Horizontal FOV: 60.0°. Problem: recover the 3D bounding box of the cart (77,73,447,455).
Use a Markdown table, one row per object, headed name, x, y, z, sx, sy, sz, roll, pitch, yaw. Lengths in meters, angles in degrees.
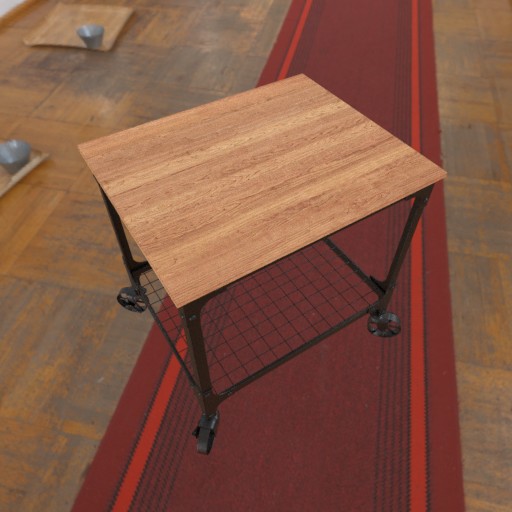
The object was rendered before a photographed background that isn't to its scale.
| name | x | y | z | sx | sy | sz | roll | pitch | yaw |
| --- | --- | --- | --- | --- | --- | --- | --- | --- | --- |
| cart | 0.000 | 0.000 | 1.129 | 0.666 | 0.603 | 0.558 | -25 | 53 | -21 |
